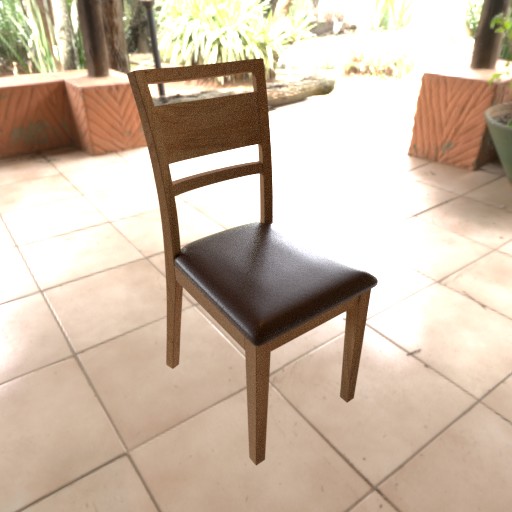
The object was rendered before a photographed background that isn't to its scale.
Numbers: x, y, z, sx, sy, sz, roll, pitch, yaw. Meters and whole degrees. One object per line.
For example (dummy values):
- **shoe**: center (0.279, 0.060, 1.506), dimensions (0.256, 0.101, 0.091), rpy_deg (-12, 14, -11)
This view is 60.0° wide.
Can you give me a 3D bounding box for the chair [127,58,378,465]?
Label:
- **chair**: center (0.000, 0.000, 1.229), dimensions (0.420, 0.940, 0.545), rpy_deg (-21, 37, -31)
